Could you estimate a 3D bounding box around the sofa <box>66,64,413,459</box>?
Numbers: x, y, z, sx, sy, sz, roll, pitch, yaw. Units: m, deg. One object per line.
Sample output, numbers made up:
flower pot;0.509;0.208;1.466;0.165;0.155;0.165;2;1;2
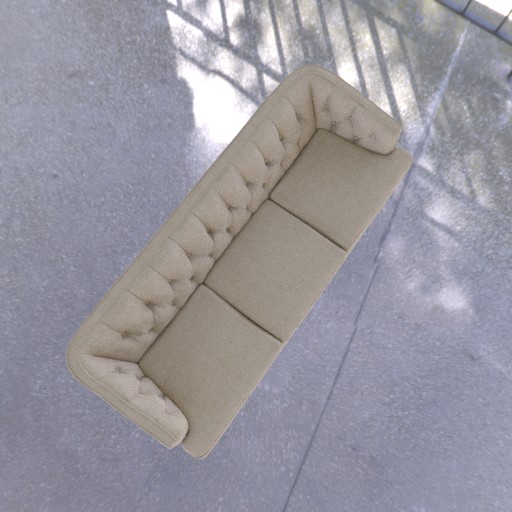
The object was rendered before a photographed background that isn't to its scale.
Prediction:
sofa;0.000;0.000;2.713;0.913;0.788;2.235;35;79;8
